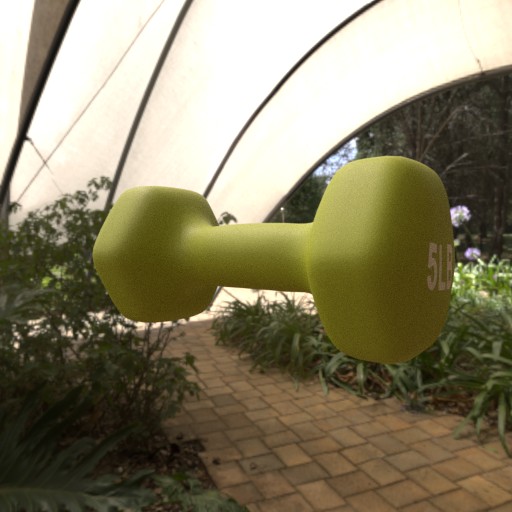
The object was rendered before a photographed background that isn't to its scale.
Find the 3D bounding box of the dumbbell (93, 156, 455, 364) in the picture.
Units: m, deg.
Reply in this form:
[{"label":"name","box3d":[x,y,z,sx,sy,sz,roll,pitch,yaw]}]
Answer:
[{"label":"dumbbell","box3d":[0.000,0.000,0.204,0.164,0.072,0.080,1,2,38]}]
